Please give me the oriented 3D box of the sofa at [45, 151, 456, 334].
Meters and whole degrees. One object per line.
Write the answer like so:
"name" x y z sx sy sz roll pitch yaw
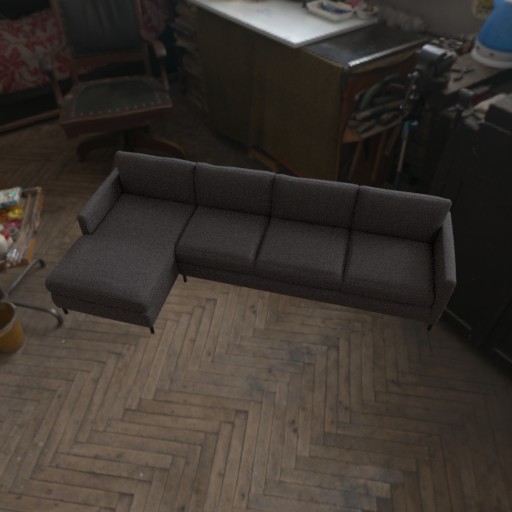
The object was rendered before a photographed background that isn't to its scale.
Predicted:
"sofa" 0.000 0.000 3.232 2.731 0.754 1.258 10 47 10
